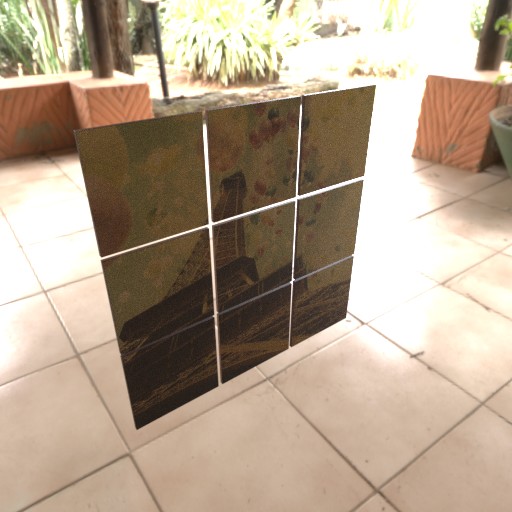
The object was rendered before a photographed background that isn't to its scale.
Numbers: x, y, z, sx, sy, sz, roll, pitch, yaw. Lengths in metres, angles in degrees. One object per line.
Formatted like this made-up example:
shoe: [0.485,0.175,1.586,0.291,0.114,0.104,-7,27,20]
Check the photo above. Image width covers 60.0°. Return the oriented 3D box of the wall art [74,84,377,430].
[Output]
wall art: [0.000,0.000,1.869,1.256,1.246,0.017,-21,36,-31]
